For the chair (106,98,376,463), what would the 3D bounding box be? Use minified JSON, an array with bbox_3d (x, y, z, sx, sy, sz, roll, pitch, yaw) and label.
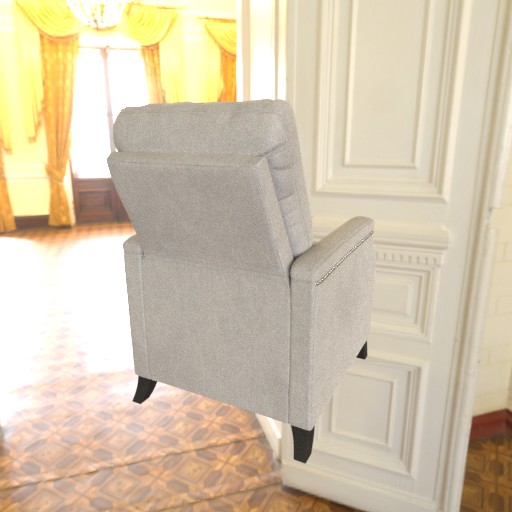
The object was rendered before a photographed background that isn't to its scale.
[{"bbox_3d":[0.000,0.000,1.631,0.710,1.049,0.922,8,18,26],"label":"chair"}]
